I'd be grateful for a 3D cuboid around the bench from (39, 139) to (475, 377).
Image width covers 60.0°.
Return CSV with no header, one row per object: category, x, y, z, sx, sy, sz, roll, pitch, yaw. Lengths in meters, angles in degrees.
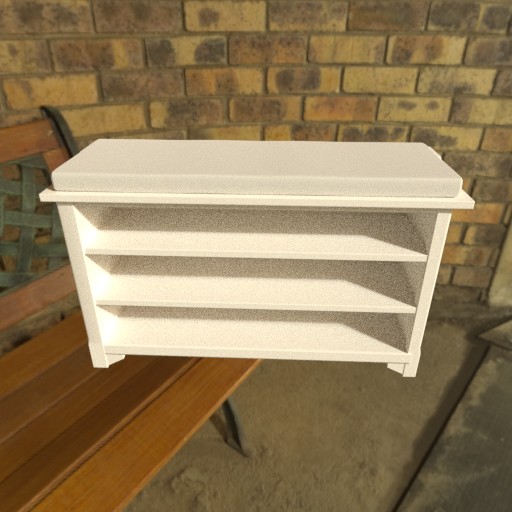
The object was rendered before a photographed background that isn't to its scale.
bench,0.000,0.000,1.272,0.987,0.589,0.346,1,29,2
